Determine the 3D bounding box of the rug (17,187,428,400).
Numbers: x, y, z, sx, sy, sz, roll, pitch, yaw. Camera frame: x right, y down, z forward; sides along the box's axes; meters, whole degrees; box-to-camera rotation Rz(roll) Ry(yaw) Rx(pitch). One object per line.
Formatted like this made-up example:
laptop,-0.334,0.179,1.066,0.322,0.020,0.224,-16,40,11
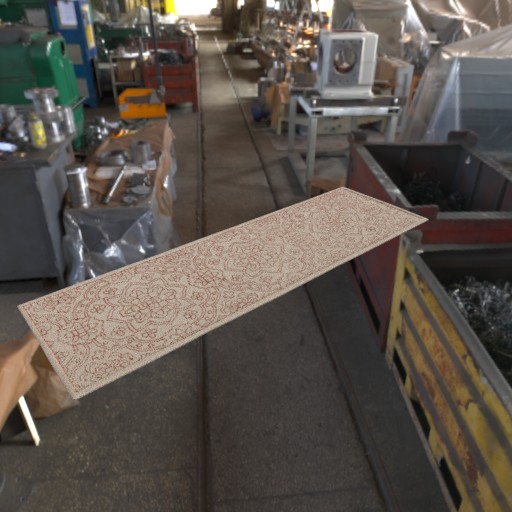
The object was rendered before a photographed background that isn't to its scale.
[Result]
rug,0.000,0.000,2.614,2.448,0.012,0.769,-23,38,-33
